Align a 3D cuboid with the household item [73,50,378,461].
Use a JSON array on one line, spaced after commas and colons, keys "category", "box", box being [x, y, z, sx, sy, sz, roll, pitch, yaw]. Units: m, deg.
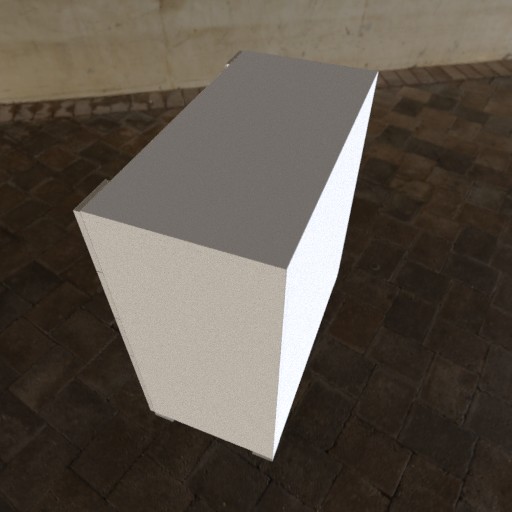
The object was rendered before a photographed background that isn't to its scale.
[{"category": "household item", "box": [0.000, 0.000, 1.343, 0.420, 0.870, 0.800, 16, 48, 15]}]
